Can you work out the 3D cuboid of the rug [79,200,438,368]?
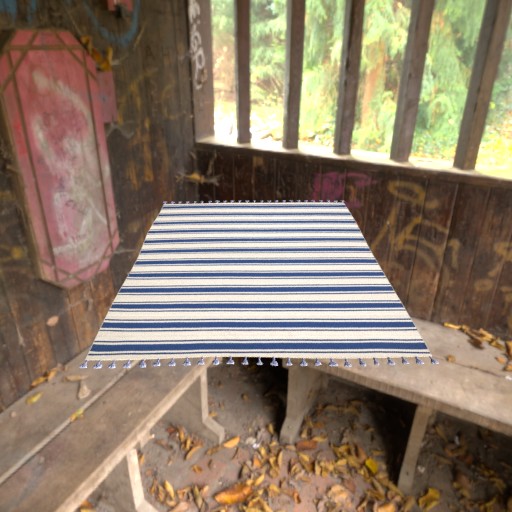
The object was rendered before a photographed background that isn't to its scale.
[{"bbox_3d":[0.000,0.000,4.550,2.471,0.016,3.416,0,26,-1],"label":"rug"}]
